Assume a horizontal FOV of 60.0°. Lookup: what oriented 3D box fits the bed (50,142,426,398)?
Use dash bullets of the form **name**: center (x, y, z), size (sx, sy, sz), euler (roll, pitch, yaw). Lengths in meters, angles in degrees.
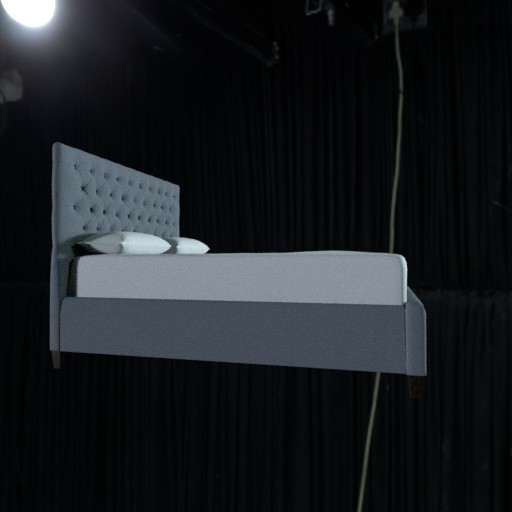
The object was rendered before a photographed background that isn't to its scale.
- **bed**: center (0.000, 0.000, 3.279), size (2.231, 1.427, 1.698), euler (0, -1, 16)
